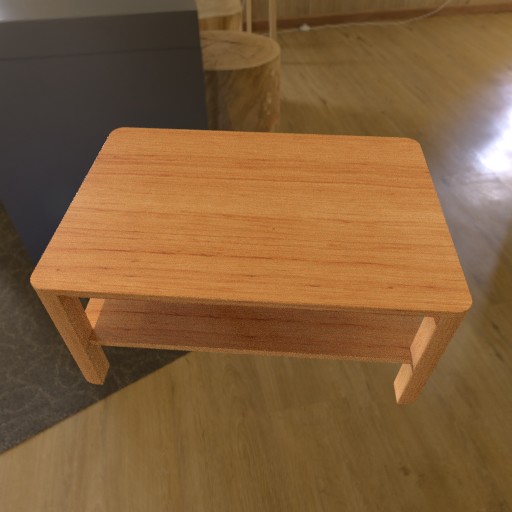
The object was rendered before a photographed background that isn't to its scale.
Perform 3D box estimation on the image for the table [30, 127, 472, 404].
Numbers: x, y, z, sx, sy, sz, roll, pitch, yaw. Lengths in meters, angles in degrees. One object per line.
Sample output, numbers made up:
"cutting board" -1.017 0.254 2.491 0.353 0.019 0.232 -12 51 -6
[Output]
"table" 0.000 0.000 1.371 0.997 0.445 0.696 3 46 3
